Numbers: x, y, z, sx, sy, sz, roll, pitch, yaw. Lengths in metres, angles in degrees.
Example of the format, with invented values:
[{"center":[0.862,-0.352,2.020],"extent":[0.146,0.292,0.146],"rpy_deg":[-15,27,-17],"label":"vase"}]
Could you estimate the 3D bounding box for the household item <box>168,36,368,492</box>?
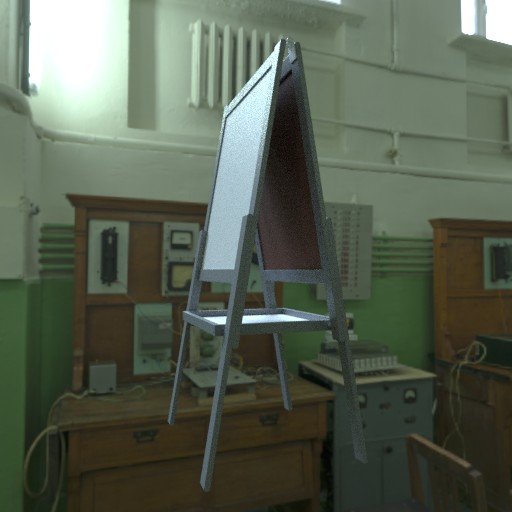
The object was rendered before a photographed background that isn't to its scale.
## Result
[{"center":[0.000,0.000,1.426],"extent":[0.469,1.172,0.531],"rpy_deg":[1,-2,-21],"label":"household item"}]
